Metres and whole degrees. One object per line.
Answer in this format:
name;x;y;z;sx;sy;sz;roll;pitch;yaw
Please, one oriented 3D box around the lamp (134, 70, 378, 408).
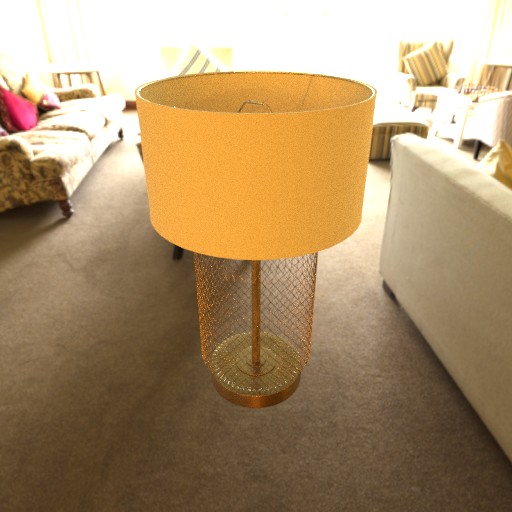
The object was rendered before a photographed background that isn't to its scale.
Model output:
lamp;0.000;0.000;0.802;0.353;0.578;0.353;0;30;0
